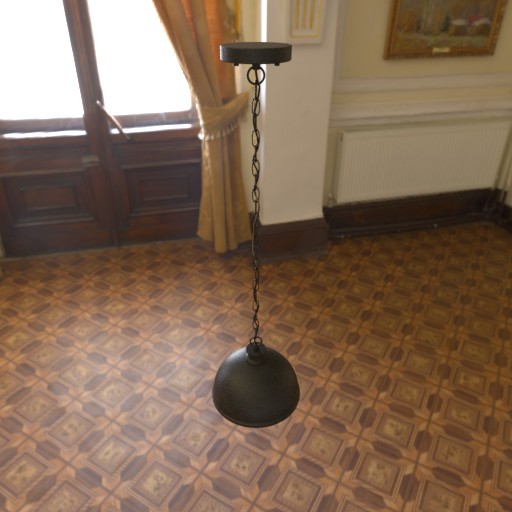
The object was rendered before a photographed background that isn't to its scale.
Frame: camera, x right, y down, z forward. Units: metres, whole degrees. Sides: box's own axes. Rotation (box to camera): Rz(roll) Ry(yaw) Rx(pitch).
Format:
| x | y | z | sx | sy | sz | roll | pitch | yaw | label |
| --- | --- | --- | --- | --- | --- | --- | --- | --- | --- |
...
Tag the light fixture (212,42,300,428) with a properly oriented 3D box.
| x | y | z | sx | sy | sz | roll | pitch | yaw | label |
| --- | --- | --- | --- | --- | --- | --- | --- | --- | --- |
| 0.000 | 0.000 | 1.263 | 0.304 | 1.090 | 0.304 | -1 | 30 | -2 | light fixture |
